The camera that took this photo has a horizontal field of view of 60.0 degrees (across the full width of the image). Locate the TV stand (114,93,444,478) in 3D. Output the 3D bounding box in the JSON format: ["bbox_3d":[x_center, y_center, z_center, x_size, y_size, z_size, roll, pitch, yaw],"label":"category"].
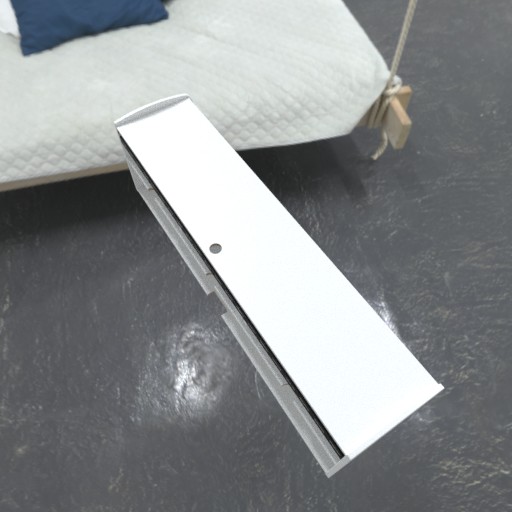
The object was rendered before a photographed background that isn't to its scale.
[{"bbox_3d":[0.000,0.000,1.657,0.397,0.424,1.473,-29,62,-17],"label":"TV stand"}]
